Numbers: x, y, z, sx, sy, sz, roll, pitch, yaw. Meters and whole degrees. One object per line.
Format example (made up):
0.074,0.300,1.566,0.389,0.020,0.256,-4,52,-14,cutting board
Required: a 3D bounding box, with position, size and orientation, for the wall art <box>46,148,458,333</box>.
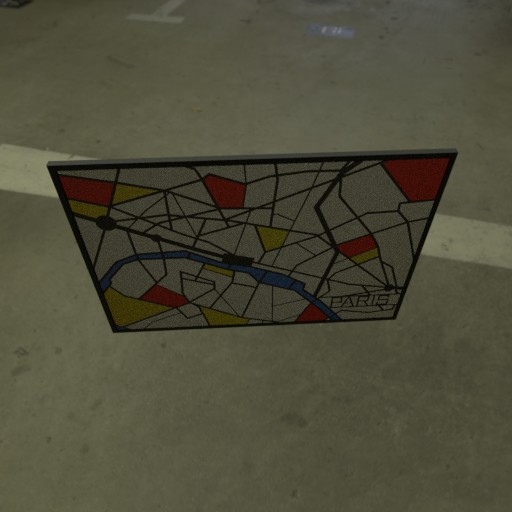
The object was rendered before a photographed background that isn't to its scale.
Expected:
0.000,0.000,0.881,0.664,0.458,0.013,-2,45,-2,wall art
